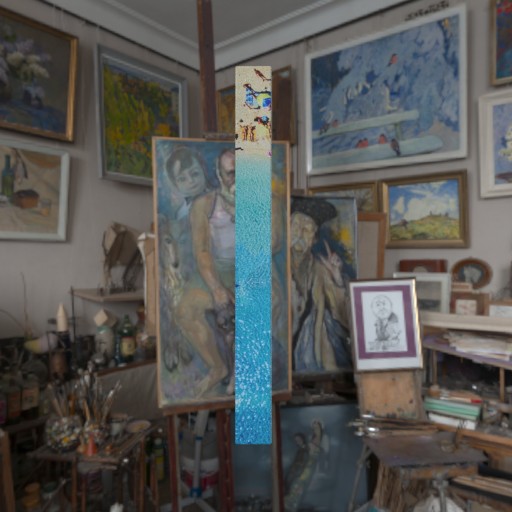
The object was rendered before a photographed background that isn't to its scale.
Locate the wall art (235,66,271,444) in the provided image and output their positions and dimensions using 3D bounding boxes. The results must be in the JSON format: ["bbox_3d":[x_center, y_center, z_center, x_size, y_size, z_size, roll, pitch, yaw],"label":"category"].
[{"bbox_3d":[0.000,0.000,0.779,0.039,0.406,0.609,0,0,1],"label":"wall art"}]
